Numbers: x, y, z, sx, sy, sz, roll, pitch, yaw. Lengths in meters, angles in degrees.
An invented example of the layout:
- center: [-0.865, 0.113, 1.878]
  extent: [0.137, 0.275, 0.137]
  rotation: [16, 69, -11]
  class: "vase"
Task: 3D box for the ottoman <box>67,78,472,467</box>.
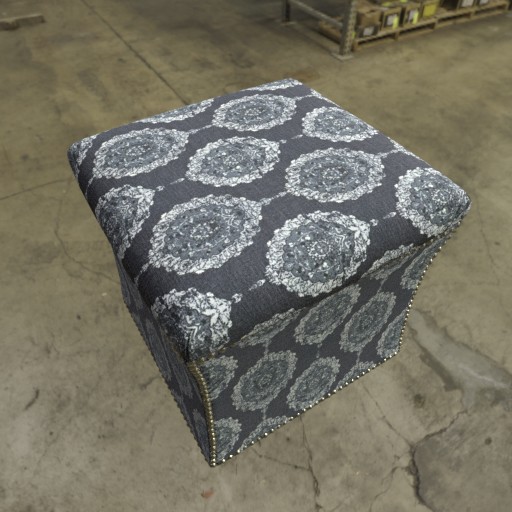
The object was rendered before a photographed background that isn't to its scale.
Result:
- center: [0.000, 0.000, 0.864]
  extent: [0.507, 0.475, 0.497]
  rotation: [-24, 51, -21]
  class: "ottoman"
